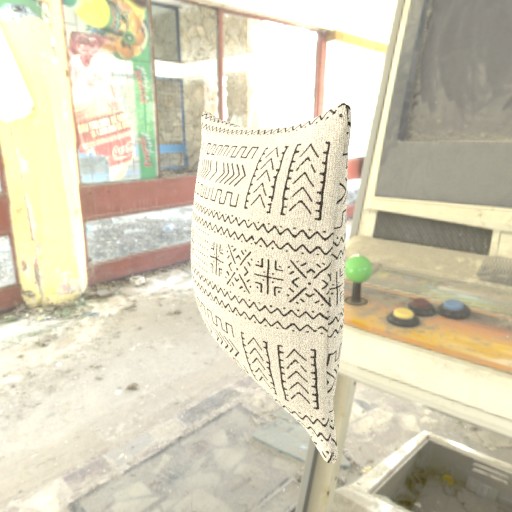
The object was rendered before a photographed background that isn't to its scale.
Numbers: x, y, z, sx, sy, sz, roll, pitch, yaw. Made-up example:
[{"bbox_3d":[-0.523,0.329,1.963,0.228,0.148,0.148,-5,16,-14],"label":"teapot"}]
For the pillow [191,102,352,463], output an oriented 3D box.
[{"bbox_3d":[0.000,0.000,0.673,0.164,0.430,0.438,-8,18,-24],"label":"pillow"}]
